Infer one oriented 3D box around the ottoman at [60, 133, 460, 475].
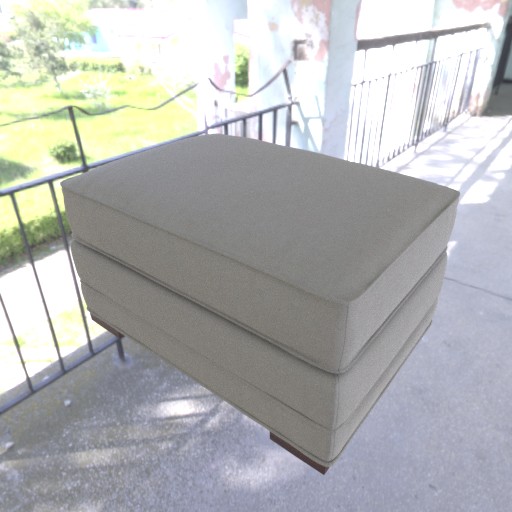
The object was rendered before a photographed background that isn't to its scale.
[{"bbox_3d":[0.000,0.000,1.182,0.848,0.482,0.611,22,37,32],"label":"ottoman"}]
